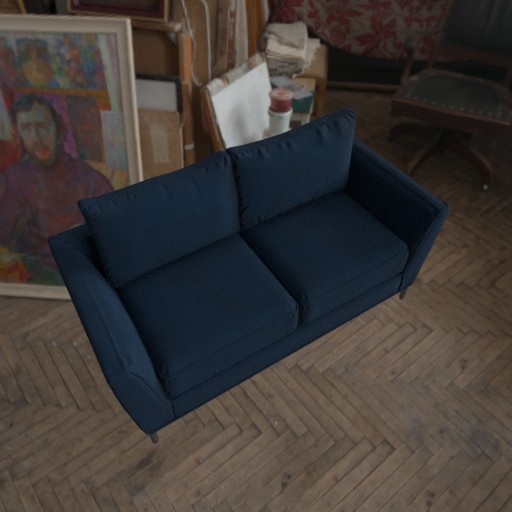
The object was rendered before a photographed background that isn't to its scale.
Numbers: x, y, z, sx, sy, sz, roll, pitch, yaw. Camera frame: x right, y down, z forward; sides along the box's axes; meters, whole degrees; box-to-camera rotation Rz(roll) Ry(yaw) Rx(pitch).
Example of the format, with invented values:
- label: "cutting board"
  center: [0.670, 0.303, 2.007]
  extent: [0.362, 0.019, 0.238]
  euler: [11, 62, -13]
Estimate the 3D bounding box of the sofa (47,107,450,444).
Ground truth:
- label: "sofa"
  center: [0.000, 0.000, 2.300]
  extent: [1.770, 1.002, 0.853]
  euler: [-25, 52, -21]
